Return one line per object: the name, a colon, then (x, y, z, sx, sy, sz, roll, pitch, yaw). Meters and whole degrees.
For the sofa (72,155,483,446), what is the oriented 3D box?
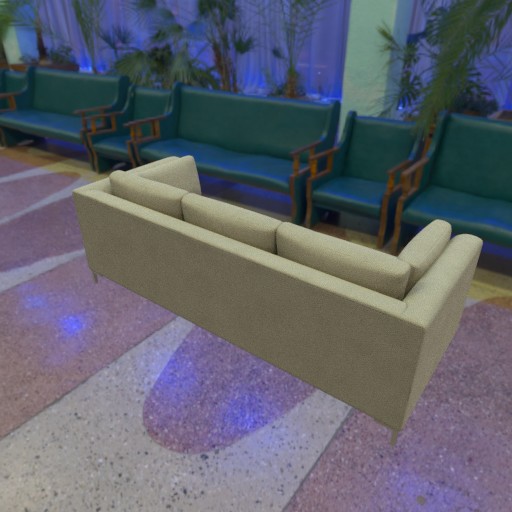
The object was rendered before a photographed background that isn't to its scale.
sofa: (0.000, 0.000, 2.874, 2.415, 0.867, 0.969, 21, 36, 31)
